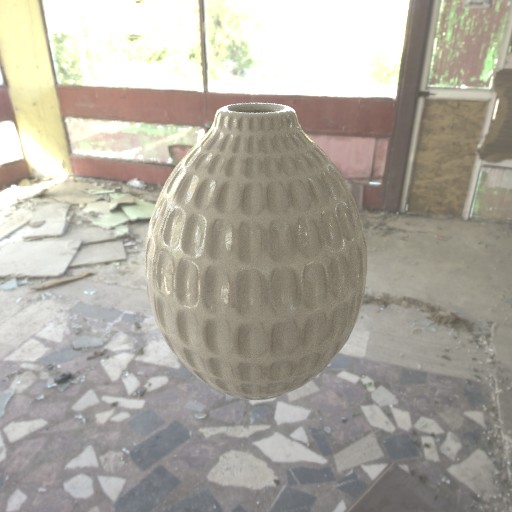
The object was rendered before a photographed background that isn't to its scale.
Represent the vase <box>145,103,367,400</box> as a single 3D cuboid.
[{"bbox_3d":[0.000,0.000,0.260,0.128,0.167,0.128,0,27,0],"label":"vase"}]
